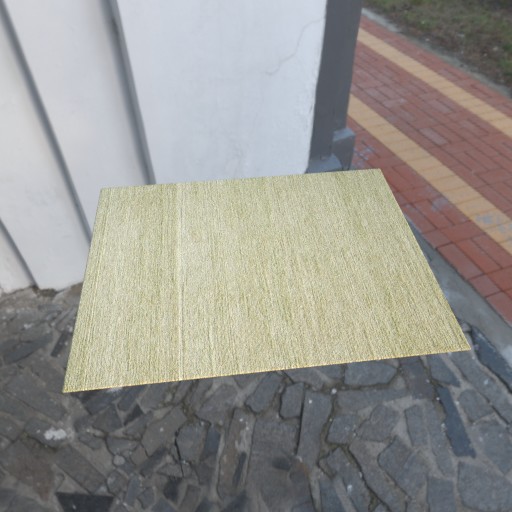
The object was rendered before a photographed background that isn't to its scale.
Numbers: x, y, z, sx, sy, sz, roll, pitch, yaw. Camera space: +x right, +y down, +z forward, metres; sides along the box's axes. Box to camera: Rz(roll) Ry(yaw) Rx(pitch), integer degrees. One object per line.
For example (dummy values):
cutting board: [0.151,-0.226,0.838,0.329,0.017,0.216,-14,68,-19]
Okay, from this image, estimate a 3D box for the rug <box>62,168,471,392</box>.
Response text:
rug: [0.000,0.000,4.250,3.198,0.016,2.425,-5,48,-4]
